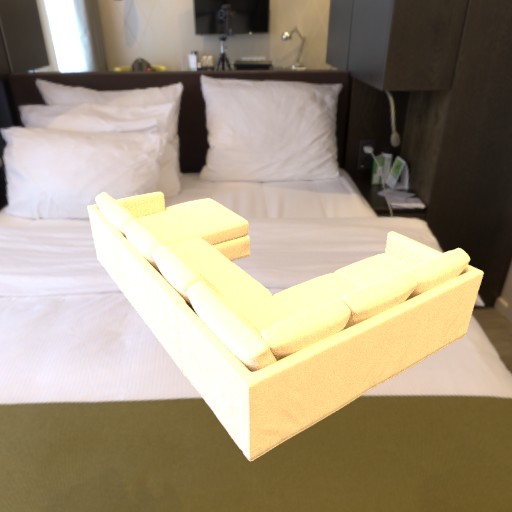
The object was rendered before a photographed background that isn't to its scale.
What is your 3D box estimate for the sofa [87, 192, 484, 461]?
[{"bbox_3d":[0.000,0.000,4.592,2.427,0.882,3.460,-18,33,-29],"label":"sofa"}]
